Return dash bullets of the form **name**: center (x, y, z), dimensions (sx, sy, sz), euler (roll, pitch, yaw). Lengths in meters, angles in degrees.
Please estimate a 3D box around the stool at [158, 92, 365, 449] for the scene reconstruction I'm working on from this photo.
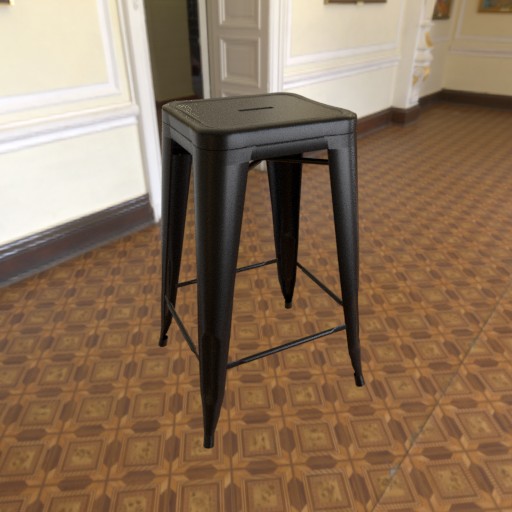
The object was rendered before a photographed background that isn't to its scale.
- **stool**: center (0.000, 0.000, 0.940), dimensions (0.455, 0.609, 0.423), euler (-21, 36, -32)
